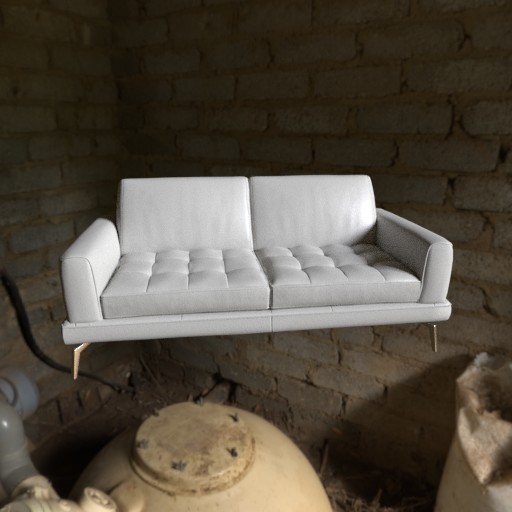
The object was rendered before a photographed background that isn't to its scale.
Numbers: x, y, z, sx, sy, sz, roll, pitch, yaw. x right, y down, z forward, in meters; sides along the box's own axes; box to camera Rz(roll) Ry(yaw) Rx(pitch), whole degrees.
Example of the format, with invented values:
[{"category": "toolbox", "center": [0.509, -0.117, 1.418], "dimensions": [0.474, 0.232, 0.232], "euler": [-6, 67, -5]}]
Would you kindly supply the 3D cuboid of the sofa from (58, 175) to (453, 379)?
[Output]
[{"category": "sofa", "center": [0.000, 0.000, 2.840], "dimensions": [2.177, 0.930, 1.121], "euler": [-2, 17, -7]}]
